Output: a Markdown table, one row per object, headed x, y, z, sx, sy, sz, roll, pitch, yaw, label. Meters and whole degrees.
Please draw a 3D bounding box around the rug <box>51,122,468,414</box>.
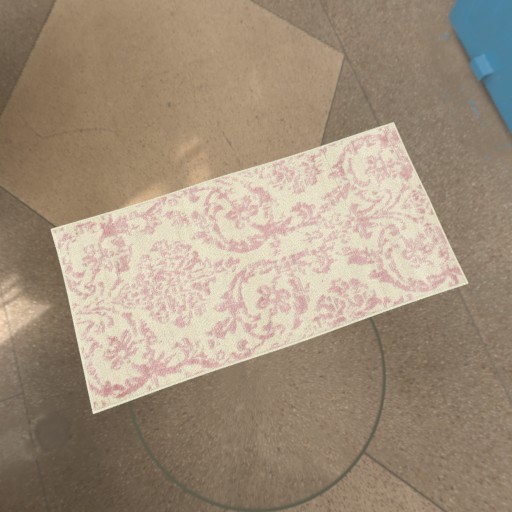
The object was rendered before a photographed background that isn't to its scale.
| x | y | z | sx | sy | sz | roll | pitch | yaw | label |
| --- | --- | --- | --- | --- | --- | --- | --- | --- | --- |
| 0.000 | 0.000 | 1.426 | 1.219 | 0.007 | 0.604 | -18 | 76 | -5 | rug |
